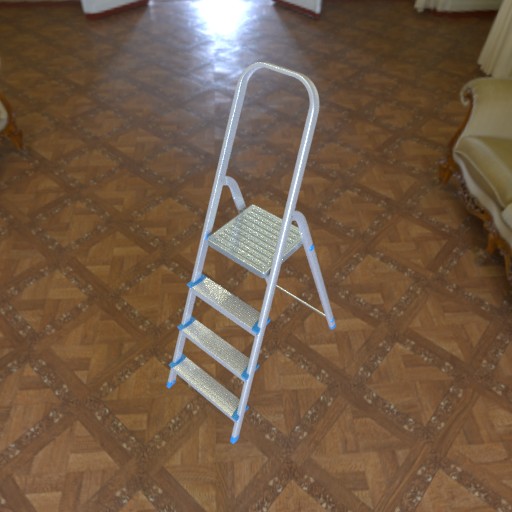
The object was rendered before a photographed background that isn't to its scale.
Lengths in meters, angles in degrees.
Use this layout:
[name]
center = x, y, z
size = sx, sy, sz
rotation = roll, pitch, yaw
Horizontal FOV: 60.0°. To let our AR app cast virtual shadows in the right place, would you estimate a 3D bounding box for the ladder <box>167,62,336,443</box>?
[ladder]
center = 0.000, 0.000, 1.788
size = 0.445, 1.434, 0.842
rotation = 31, 52, 27
